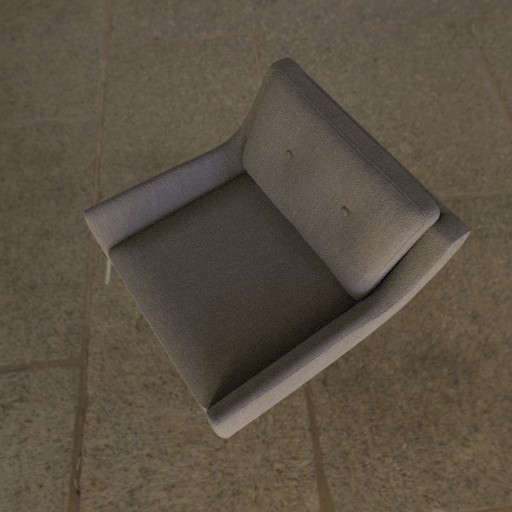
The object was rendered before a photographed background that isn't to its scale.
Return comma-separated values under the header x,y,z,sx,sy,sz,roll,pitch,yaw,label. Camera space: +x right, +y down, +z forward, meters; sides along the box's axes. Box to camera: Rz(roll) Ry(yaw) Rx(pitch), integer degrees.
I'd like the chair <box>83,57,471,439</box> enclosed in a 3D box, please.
x,y,z,sx,sy,sz,roll,pitch,yaw,label
0.000,0.000,1.523,0.849,0.828,0.847,-32,68,-15,chair
